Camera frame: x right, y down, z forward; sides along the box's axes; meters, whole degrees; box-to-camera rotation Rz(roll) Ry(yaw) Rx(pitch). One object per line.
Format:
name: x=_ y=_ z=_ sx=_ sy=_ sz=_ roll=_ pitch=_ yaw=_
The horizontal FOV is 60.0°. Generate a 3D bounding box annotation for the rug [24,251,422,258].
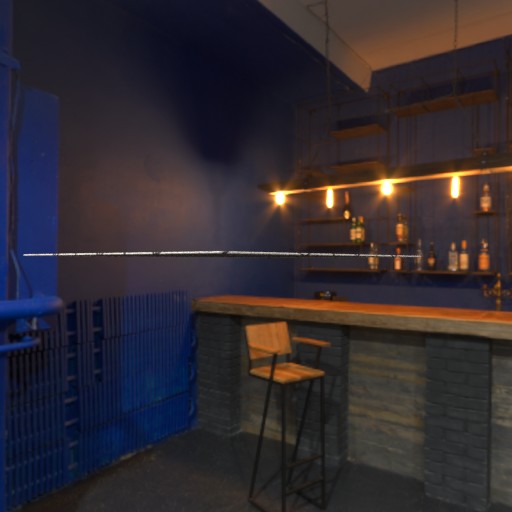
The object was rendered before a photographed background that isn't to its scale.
rug: x=0.000 y=0.000 z=3.093 sx=1.526 sy=0.008 sz=2.465 roll=0 pitch=-1 yaw=37
